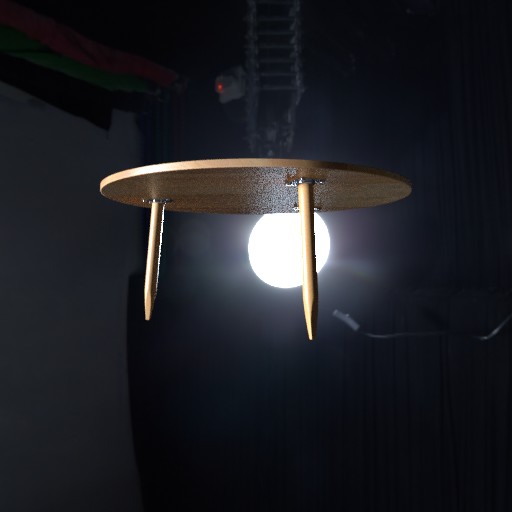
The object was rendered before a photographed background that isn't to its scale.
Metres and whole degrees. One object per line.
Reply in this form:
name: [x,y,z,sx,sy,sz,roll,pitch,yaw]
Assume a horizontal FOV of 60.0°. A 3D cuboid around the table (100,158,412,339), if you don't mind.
table: [0.000,0.000,1.356,0.900,0.400,0.900,0,-1,0]
